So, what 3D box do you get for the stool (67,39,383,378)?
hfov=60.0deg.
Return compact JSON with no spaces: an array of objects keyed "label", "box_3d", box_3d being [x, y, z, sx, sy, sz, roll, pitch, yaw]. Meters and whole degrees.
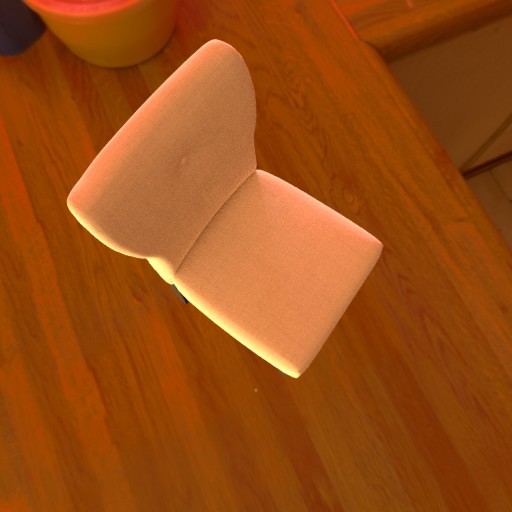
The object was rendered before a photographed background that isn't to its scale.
[{"label":"stool","box_3d":[0.000,0.000,1.323,0.603,0.972,0.514,34,76,10]}]
